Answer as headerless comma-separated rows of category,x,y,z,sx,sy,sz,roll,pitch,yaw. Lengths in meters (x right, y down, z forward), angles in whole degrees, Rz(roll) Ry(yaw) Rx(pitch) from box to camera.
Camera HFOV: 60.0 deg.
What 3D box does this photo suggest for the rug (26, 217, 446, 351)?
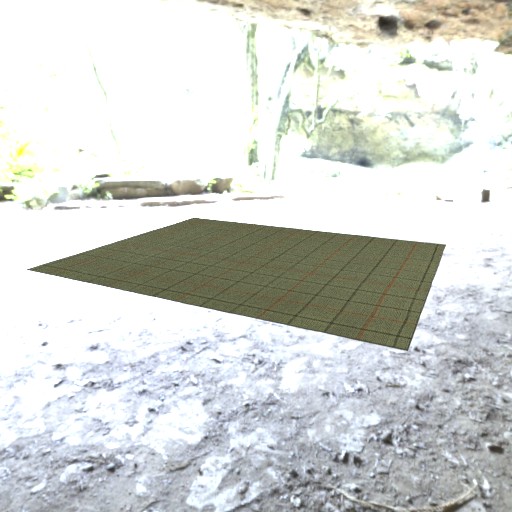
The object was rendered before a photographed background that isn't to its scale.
rug,0.000,0.000,4.063,3.048,0.012,2.444,8,18,26
